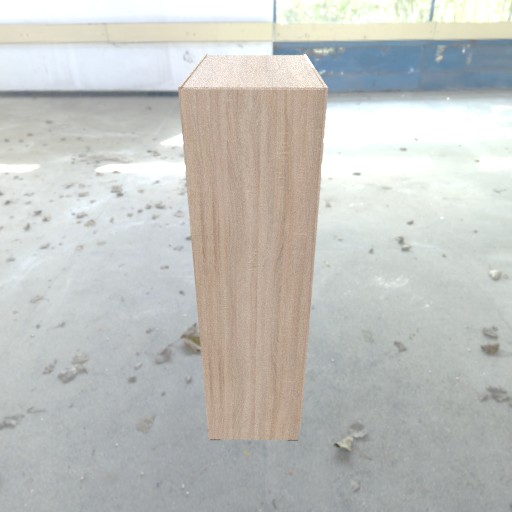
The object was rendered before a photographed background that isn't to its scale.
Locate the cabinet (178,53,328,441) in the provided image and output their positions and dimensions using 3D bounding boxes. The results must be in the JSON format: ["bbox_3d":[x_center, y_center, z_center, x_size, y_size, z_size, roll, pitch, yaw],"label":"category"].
[{"bbox_3d":[0.000,0.000,2.678,0.590,2.121,1.001,0,31,0],"label":"cabinet"}]
